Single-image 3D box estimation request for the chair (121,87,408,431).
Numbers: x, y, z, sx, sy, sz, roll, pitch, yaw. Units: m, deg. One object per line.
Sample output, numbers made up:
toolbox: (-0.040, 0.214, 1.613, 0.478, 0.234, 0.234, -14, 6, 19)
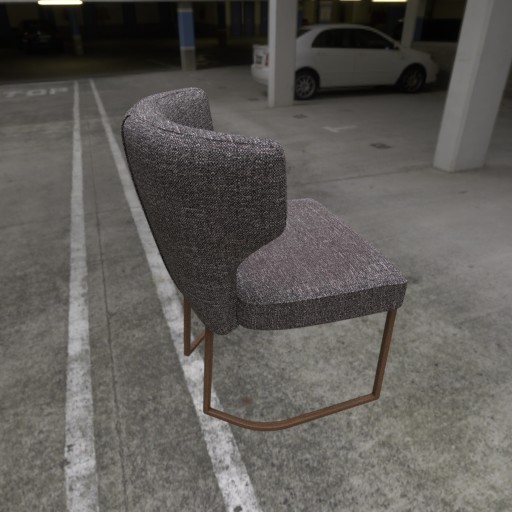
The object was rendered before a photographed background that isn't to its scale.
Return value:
chair: (0.000, 0.000, 1.226, 0.617, 0.824, 0.611, -11, 32, -18)
